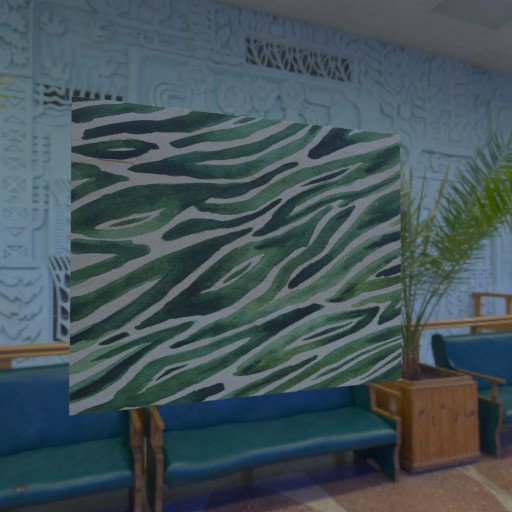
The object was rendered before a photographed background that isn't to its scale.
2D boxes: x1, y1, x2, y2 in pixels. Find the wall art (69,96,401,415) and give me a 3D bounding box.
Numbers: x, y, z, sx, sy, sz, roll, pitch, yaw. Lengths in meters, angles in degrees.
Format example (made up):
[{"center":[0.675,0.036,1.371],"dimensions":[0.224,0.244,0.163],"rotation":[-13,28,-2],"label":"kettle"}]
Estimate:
[{"center":[0.000,0.000,0.657],"dimensions":[0.508,0.408,0.012],"rotation":[0,-1,-20],"label":"wall art"}]
